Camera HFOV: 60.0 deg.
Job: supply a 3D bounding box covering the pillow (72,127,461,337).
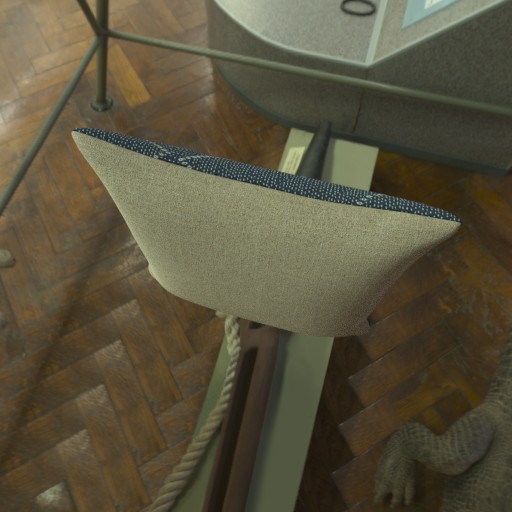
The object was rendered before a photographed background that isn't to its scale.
[{"bbox_3d":[0.000,0.000,0.661,0.435,0.428,0.148,15,66,7],"label":"pillow"}]
